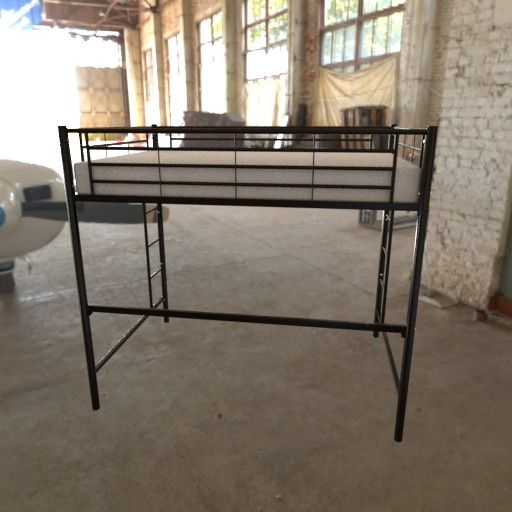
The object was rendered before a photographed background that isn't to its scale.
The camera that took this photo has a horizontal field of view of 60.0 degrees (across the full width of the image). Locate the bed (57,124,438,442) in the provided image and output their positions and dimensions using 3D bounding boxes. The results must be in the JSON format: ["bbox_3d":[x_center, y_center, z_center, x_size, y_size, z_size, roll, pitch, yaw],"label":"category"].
[{"bbox_3d":[0.000,0.000,3.173,1.994,1.803,1.397,3,17,9],"label":"bed"}]
